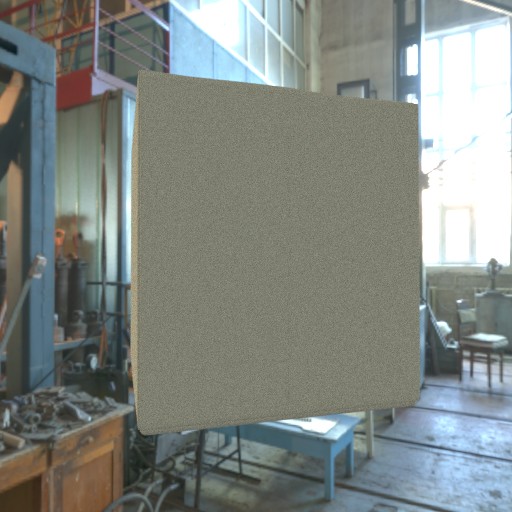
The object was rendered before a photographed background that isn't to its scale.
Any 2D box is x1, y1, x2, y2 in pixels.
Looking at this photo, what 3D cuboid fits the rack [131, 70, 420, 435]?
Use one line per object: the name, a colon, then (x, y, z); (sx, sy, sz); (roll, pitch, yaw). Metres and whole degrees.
rack: (0.000, 0.000, 0.500); (0.270, 0.280, 0.270); (0, -1, -17)
